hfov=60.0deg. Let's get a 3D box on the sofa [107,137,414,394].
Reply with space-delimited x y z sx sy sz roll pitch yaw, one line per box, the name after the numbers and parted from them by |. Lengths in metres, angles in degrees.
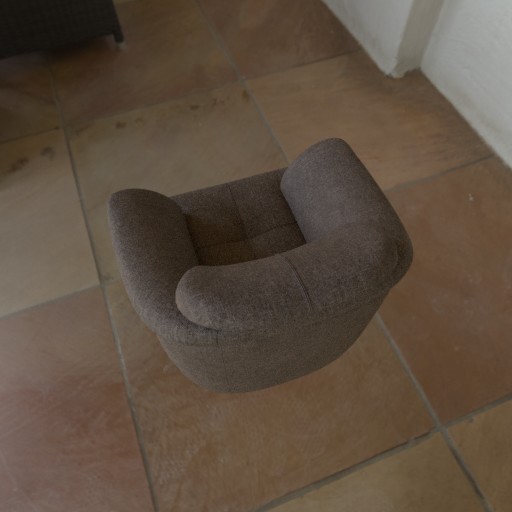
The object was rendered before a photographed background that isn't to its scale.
0.000 0.000 1.512 0.870 0.811 0.794 -16 61 -9 | sofa
